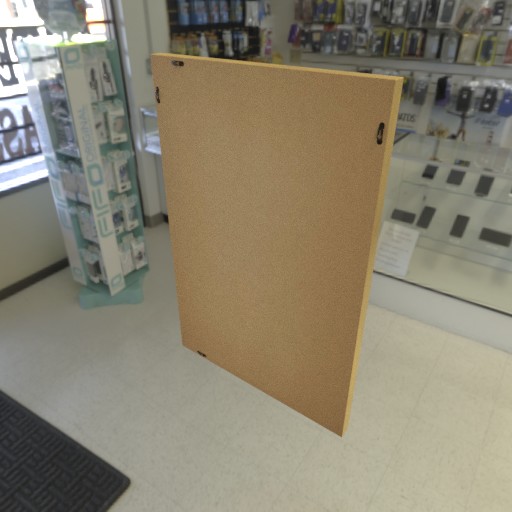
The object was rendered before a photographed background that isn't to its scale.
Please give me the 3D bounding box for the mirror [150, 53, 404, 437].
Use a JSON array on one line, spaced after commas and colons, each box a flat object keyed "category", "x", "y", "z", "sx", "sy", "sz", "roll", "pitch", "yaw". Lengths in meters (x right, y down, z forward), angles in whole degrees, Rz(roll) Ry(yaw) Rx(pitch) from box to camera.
[{"category": "mirror", "x": 0.000, "y": 0.000, "z": 1.141, "sx": 0.609, "sy": 0.915, "sz": 0.040, "roll": 21, "pitch": 37, "yaw": 31}]
